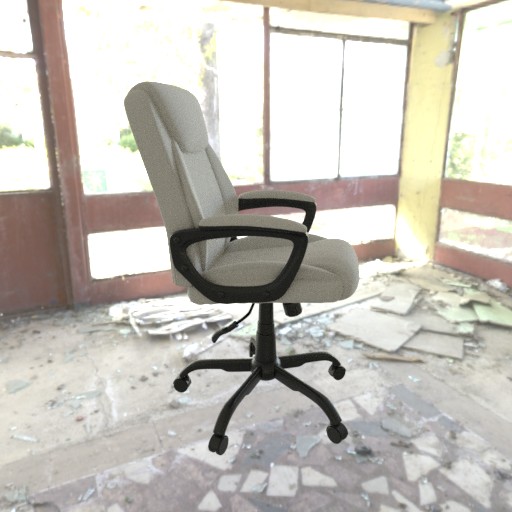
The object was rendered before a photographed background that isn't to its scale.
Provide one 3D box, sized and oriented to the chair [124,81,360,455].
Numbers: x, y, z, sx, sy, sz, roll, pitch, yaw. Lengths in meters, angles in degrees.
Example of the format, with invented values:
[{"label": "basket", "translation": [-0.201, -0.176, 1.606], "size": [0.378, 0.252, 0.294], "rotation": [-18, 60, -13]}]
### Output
[{"label": "chair", "translation": [0.000, 0.000, 1.462], "size": [0.669, 1.065, 0.663], "rotation": [3, 16, 10]}]
